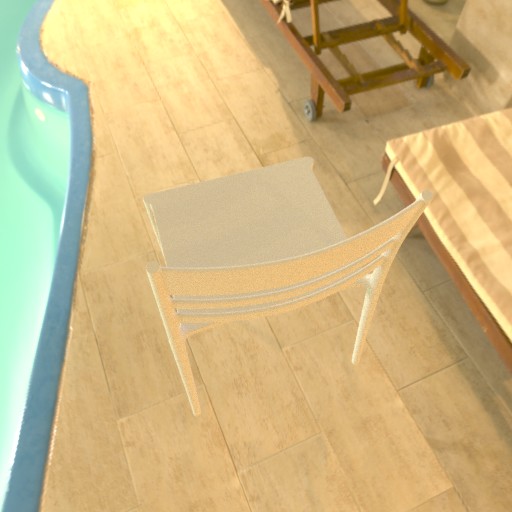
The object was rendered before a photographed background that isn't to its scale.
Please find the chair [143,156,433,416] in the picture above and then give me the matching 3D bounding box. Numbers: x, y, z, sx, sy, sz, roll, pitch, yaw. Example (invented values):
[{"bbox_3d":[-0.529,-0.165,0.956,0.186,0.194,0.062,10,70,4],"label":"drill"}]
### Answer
[{"bbox_3d":[0.000,0.000,1.126,0.531,0.800,0.511,-15,59,-9],"label":"chair"}]
